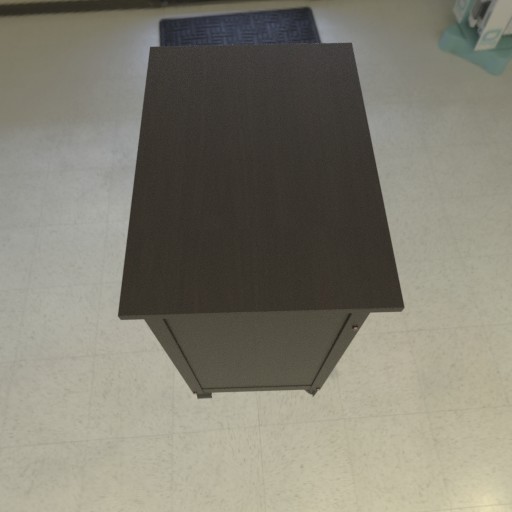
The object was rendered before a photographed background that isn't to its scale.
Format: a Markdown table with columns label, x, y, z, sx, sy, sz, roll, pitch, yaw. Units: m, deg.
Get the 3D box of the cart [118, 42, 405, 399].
| label | x | y | z | sx | sy | sz | roll | pitch | yaw |
| --- | --- | --- | --- | --- | --- | --- | --- | --- | --- |
| cart | 0.000 | 0.000 | 1.243 | 0.456 | 0.879 | 0.660 | -2 | 62 | -1 |
